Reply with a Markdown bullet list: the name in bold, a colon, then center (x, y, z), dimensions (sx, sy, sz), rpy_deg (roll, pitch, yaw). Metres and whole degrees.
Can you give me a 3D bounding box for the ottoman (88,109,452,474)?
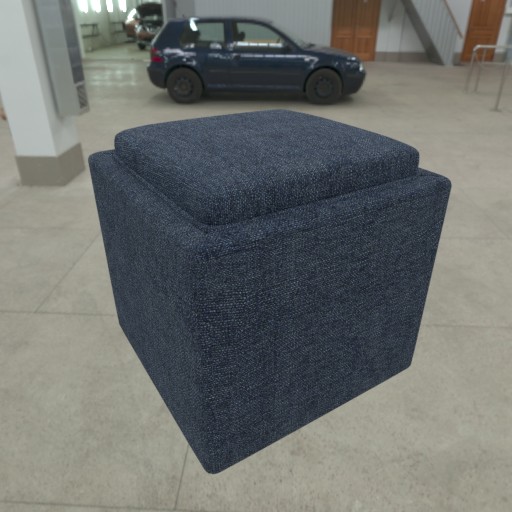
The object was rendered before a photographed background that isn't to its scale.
- **ottoman**: center (0.000, 0.000, 0.824), dimensions (0.450, 0.460, 0.450), rpy_deg (-17, 34, -28)
